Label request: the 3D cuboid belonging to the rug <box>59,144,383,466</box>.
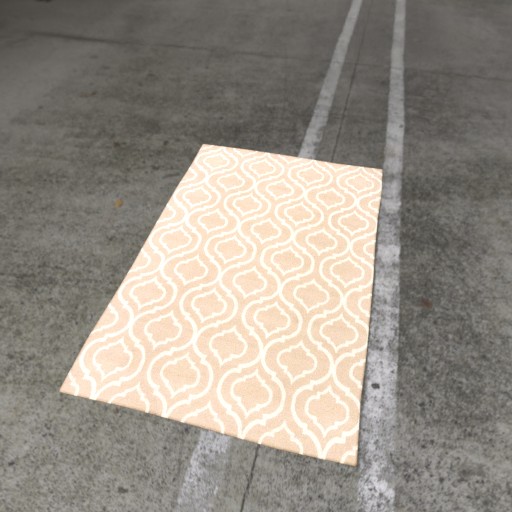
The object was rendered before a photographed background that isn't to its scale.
[{"bbox_3d":[0.000,0.000,2.191,1.152,0.013,1.761,10,48,9],"label":"rug"}]
